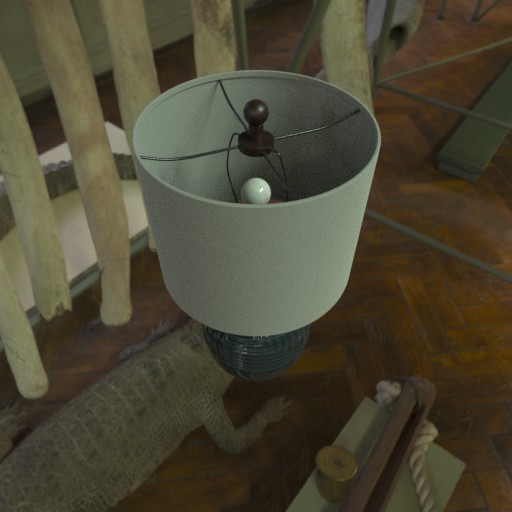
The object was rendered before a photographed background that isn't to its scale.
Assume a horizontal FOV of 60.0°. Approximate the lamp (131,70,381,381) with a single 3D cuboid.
[{"bbox_3d":[0.000,0.000,0.756,0.318,0.567,0.318,0,48,0],"label":"lamp"}]
